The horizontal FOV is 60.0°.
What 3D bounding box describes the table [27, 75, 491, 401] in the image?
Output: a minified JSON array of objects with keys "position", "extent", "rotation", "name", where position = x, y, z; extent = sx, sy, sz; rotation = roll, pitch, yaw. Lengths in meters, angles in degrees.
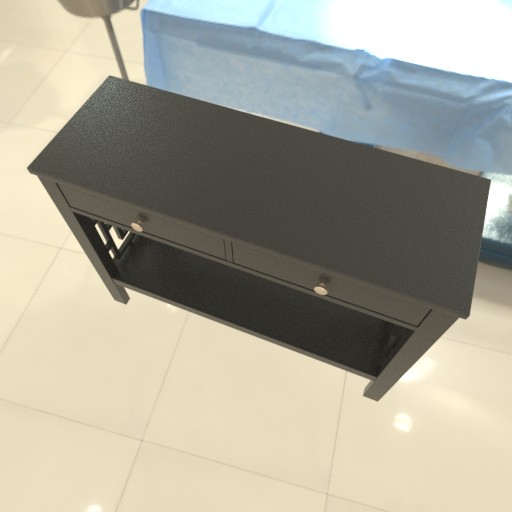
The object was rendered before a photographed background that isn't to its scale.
[{"position":[0.000,0.000,1.400],"extent":[1.068,0.753,0.397],"rotation":[19,60,11],"name":"table"}]
